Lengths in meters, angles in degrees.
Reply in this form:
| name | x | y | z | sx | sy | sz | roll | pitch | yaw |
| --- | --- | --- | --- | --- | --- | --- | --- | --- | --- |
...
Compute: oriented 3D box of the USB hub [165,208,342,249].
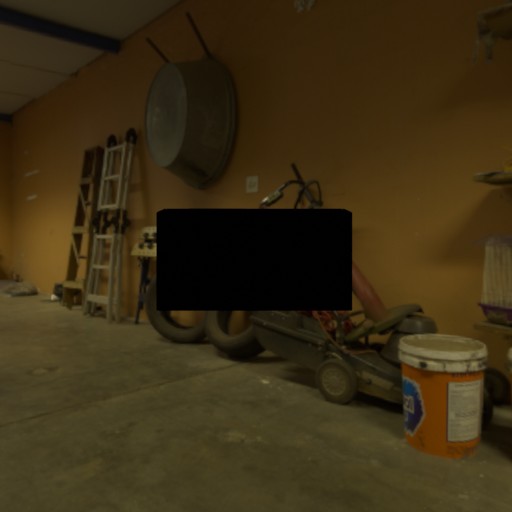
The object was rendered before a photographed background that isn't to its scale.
| name | x | y | z | sx | sy | sz | roll | pitch | yaw |
| --- | --- | --- | --- | --- | --- | --- | --- | --- | --- |
| USB hub | 0.000 | 0.000 | 0.127 | 0.044 | 0.023 | 0.110 | 0 | 2 | 1 |
